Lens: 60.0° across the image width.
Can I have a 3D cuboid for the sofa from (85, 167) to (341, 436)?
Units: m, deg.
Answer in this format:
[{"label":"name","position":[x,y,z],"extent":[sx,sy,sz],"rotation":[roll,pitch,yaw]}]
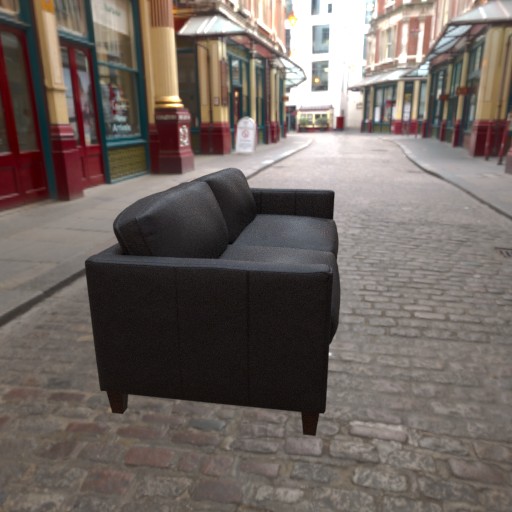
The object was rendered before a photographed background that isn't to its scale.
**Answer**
[{"label":"sofa","position":[0.000,0.000,2.502],"extent":[0.933,0.863,1.971],"rotation":[3,17,9]}]
